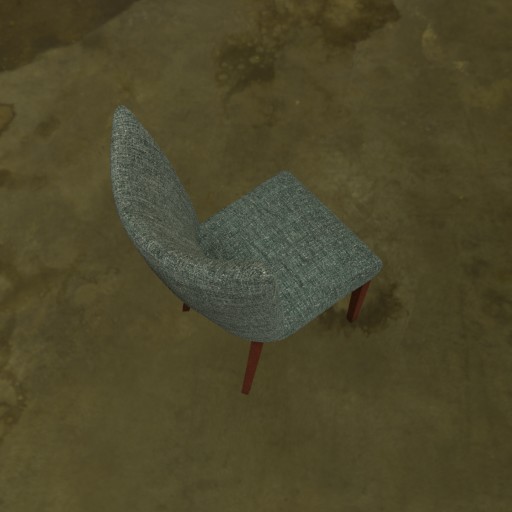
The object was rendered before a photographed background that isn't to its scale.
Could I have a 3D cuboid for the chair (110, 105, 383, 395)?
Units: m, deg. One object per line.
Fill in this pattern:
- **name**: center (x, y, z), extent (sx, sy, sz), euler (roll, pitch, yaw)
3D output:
- **chair**: center (0.000, 0.000, 1.301), extent (0.623, 0.924, 0.535), euler (-33, 64, -18)
